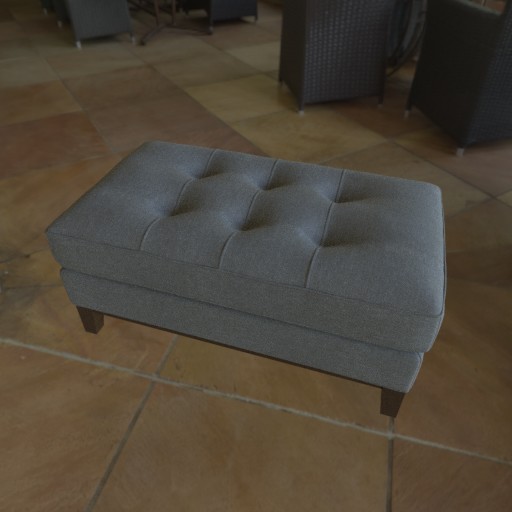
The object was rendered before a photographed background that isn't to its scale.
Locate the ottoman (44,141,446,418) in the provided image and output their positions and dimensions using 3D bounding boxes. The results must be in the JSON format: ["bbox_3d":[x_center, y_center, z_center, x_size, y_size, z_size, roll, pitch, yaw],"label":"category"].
[{"bbox_3d":[0.000,0.000,1.515,1.143,0.514,0.648,12,42,14],"label":"ottoman"}]
